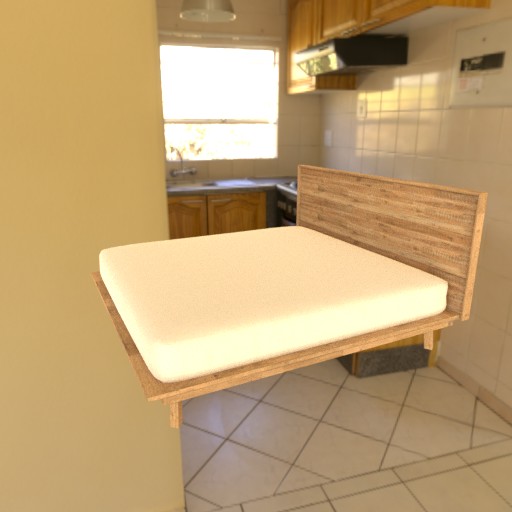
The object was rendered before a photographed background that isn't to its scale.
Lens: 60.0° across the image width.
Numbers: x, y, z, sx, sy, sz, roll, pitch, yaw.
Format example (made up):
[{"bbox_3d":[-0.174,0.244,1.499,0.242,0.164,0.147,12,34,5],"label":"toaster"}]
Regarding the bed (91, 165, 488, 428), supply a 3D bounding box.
[{"bbox_3d":[0.000,0.000,3.345,2.167,1.100,2.116,-8,19,-25],"label":"bed"}]
